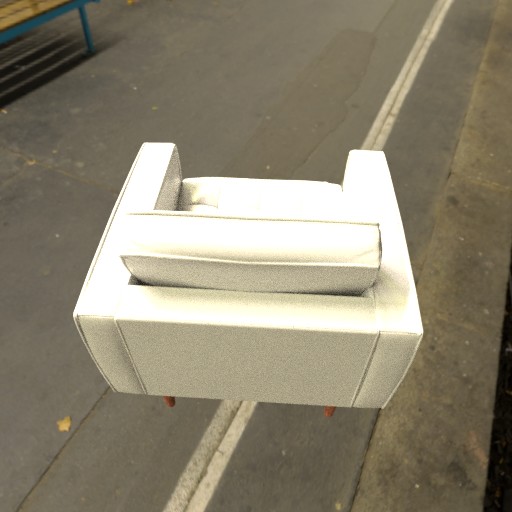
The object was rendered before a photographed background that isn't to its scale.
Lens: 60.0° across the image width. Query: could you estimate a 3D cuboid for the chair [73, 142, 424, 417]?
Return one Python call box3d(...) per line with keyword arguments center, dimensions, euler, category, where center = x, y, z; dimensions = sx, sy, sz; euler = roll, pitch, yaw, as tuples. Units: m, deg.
box3d(center=(0.000, 0.000, 1.517), dimensions=(0.928, 0.773, 0.843), euler=(3, 48, 2), category="chair")
